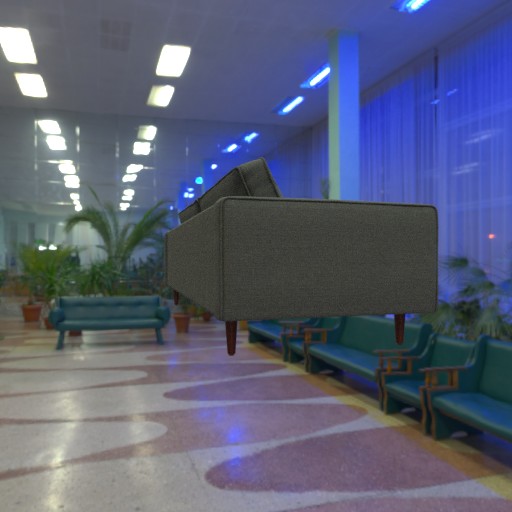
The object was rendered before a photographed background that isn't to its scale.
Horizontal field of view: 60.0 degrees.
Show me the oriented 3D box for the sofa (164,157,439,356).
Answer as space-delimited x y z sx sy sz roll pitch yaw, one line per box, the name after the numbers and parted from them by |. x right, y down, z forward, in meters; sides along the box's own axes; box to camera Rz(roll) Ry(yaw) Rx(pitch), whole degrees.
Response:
0.000 0.000 2.682 0.914 0.762 2.198 0 0 -17 | sofa
